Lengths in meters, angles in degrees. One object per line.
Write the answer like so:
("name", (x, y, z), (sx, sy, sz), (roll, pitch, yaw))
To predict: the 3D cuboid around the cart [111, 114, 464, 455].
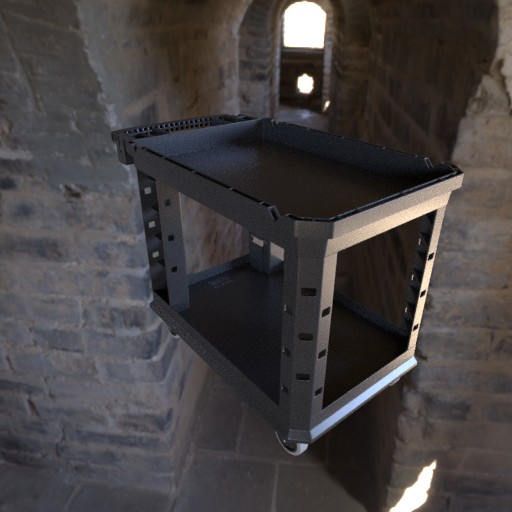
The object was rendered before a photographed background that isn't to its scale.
("cart", (0.000, 0.000, 1.763), (0.674, 0.884, 1.239), (-21, 35, -33))
